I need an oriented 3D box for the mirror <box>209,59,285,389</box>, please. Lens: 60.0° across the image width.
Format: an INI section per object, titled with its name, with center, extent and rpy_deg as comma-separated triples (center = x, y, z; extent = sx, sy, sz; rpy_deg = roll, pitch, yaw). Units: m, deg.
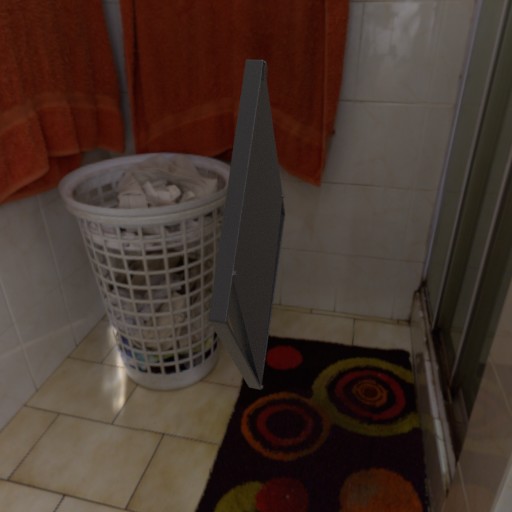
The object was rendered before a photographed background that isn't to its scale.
[mirror]
center = 0.000, 0.000, 0.836
extent = 0.032, 0.679, 0.419
rpy_deg = 8, 29, 14
